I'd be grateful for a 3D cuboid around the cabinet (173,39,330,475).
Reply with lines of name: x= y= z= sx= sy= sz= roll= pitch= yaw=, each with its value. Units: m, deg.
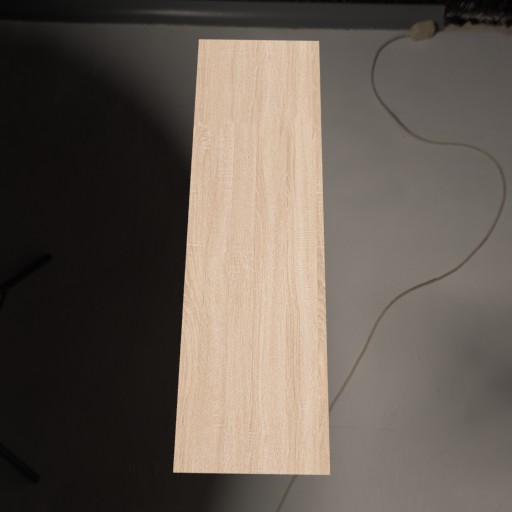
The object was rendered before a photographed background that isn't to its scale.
cabinet: x=0.000 y=0.000 z=2.004 sx=0.500 sy=0.780 sz=1.649 roll=1 pitch=75 yaw=0
